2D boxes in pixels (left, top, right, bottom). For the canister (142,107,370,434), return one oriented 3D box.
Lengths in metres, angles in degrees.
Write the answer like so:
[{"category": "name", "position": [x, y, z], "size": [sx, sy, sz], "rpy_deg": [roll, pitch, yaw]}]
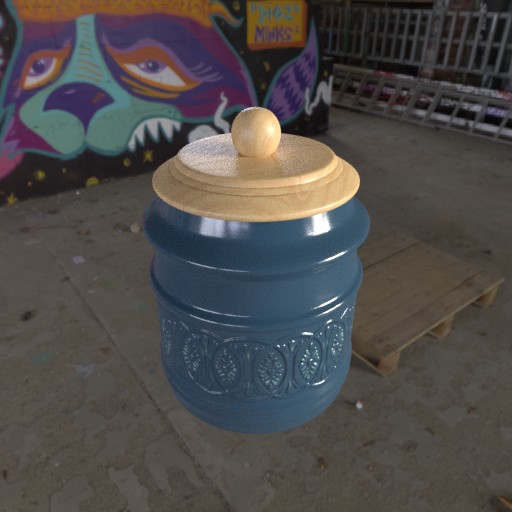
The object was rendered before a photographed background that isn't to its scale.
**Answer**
[{"category": "canister", "position": [0.000, 0.000, 0.273], "size": [0.130, 0.176, 0.130], "rpy_deg": [0, 30, 0]}]
